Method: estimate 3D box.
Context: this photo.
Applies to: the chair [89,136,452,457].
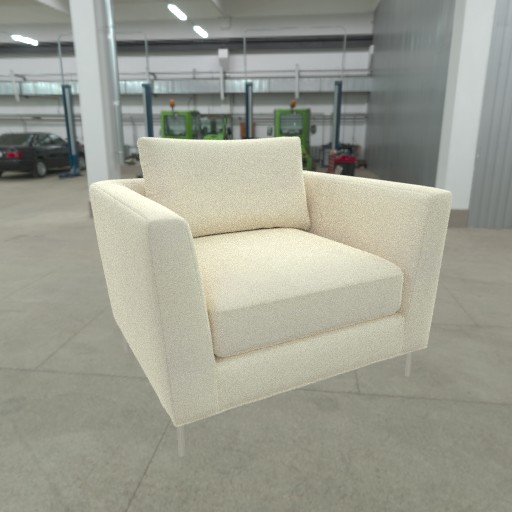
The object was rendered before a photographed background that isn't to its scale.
[{"bbox_3d":[0.000,0.000,1.673,1.041,0.865,0.889,-8,18,-27],"label":"chair"}]
